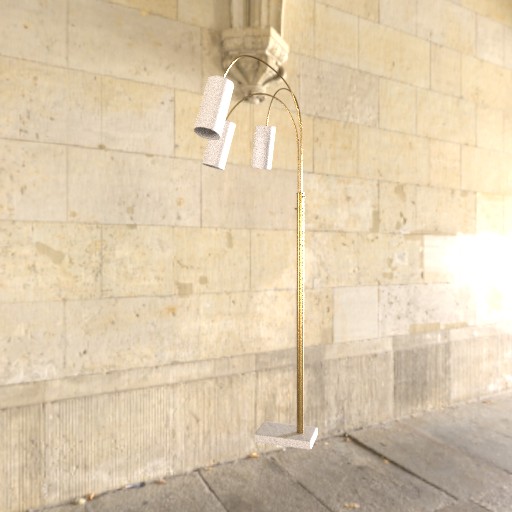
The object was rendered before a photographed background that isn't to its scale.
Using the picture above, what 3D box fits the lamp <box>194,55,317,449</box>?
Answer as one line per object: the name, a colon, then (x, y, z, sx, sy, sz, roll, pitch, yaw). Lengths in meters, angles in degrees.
lamp: (0.000, 0.000, 2.530, 0.667, 2.055, 1.020, 0, 0, 18)
